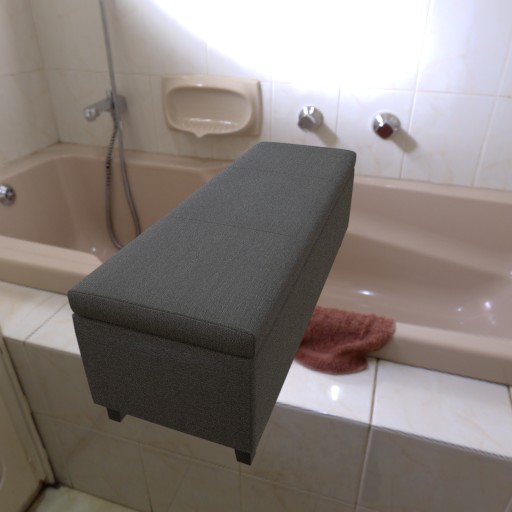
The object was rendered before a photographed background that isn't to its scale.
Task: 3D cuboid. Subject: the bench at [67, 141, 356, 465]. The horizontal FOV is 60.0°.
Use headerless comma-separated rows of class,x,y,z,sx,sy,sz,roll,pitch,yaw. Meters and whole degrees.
bench,0.000,0.000,1.497,0.446,0.438,1.269,10,32,17
